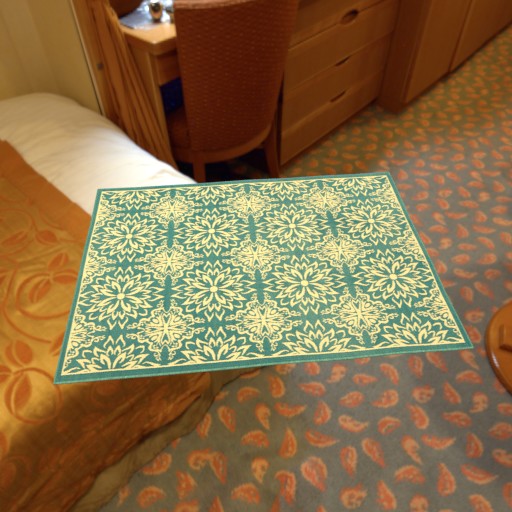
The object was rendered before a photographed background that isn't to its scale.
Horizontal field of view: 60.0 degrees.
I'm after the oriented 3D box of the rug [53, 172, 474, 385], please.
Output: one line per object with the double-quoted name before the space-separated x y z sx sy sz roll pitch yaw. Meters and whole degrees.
"rug" 0.000 0.000 2.826 2.205 0.012 1.554 -4 48 -4
